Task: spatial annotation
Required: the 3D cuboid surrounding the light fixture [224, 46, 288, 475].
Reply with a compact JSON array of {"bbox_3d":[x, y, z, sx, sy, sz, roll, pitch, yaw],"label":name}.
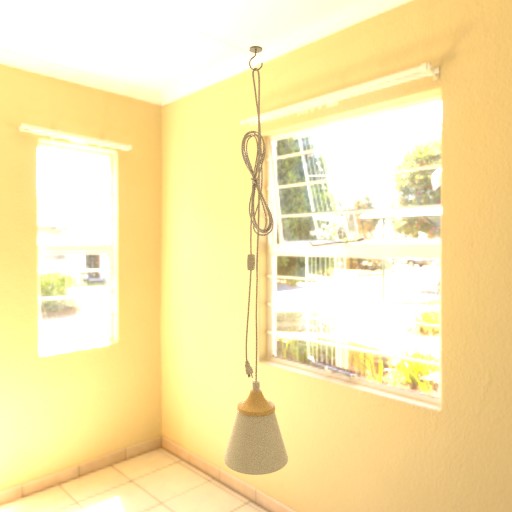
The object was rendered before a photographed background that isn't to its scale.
[{"bbox_3d":[0.000,0.000,1.046,0.153,0.966,0.153,1,2,36],"label":"light fixture"}]
